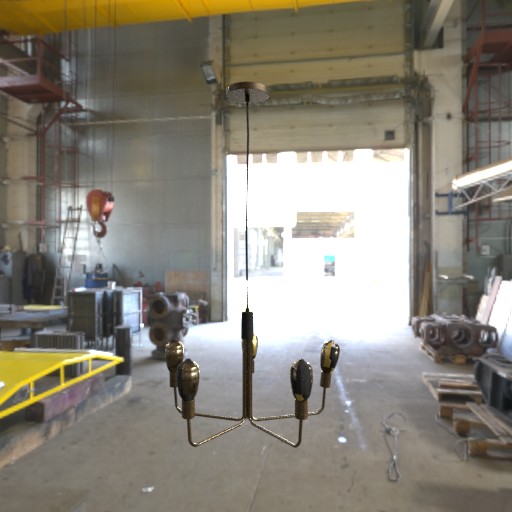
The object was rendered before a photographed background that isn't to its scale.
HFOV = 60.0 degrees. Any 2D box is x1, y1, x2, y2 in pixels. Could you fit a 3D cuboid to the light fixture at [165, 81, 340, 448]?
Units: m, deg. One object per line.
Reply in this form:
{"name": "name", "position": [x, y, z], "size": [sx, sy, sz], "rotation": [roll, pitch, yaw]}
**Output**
{"name": "light fixture", "position": [0.000, 0.000, 1.397], "size": [0.588, 1.059, 0.532], "rotation": [0, -1, -35]}
